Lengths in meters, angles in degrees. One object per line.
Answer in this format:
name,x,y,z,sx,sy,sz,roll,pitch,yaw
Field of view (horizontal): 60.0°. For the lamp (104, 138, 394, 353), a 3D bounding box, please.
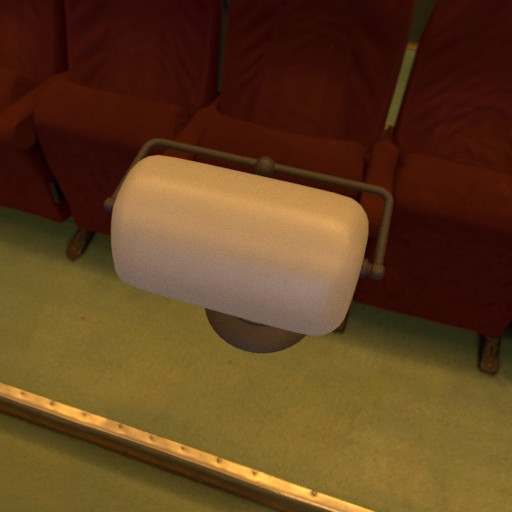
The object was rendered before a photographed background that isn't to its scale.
lamp,0.000,0.000,0.530,0.264,0.339,0.243,14,58,9
